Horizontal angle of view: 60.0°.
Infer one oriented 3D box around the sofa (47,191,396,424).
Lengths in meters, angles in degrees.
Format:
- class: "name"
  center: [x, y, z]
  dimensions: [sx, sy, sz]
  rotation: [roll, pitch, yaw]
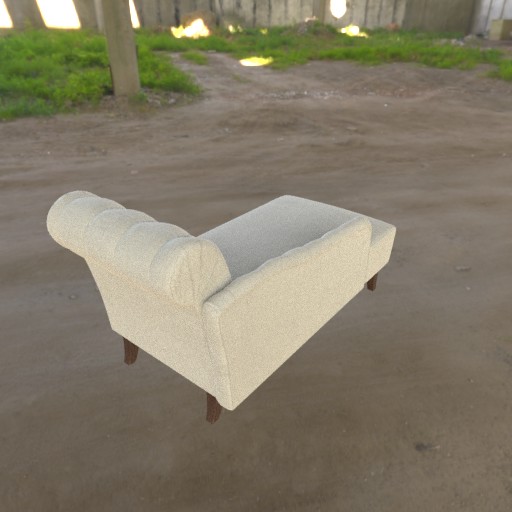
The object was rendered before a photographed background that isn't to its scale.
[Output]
- class: "sofa"
  center: [0.000, 0.000, 1.859]
  dimensions: [0.675, 0.787, 1.379]
  rotation: [22, 36, 33]
